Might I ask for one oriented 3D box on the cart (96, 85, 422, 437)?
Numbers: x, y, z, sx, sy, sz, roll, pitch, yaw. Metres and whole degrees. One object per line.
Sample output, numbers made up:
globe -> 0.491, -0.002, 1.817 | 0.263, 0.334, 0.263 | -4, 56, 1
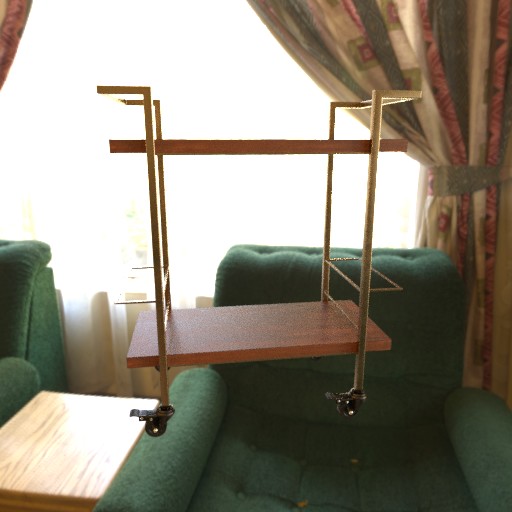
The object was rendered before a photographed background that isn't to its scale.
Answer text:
cart -> 0.000, 0.000, 1.179 | 0.695, 0.807, 0.364 | -2, 15, -8
